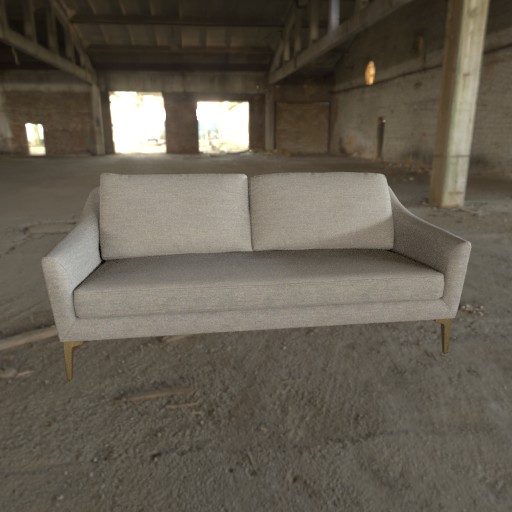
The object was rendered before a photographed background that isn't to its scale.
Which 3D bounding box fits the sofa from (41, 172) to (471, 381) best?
[{"bbox_3d":[0.000,0.000,2.545,2.036,0.913,0.980,-2,16,-8],"label":"sofa"}]
